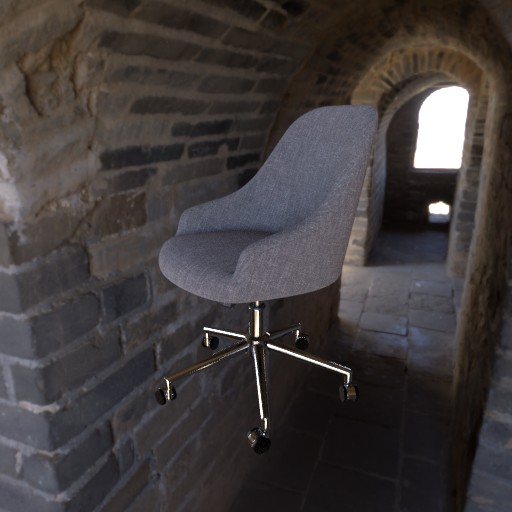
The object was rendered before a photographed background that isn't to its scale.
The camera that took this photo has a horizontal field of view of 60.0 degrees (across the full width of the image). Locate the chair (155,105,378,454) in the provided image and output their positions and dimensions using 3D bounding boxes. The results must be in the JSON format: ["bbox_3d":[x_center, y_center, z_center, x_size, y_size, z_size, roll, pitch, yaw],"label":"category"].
[{"bbox_3d":[0.000,0.000,1.465,0.712,0.950,0.671,-9,19,-25],"label":"chair"}]
